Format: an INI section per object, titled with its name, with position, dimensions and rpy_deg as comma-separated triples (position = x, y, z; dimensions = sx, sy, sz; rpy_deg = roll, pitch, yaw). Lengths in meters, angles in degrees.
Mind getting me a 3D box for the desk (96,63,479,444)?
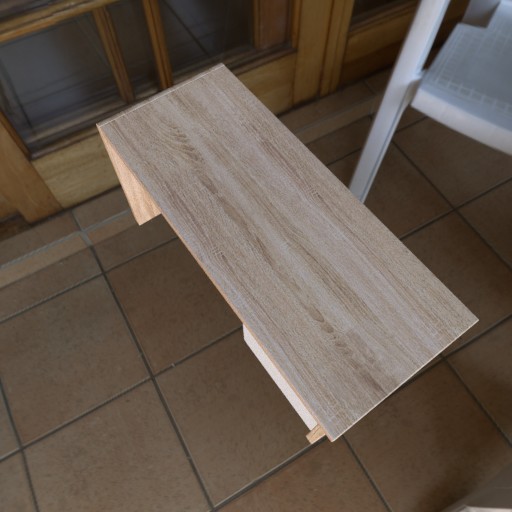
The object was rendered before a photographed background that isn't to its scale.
[desk]
position = 0.000, 0.000, 1.664
dimensions = 0.500, 0.750, 1.300
rpy_deg = -33, 67, -16
